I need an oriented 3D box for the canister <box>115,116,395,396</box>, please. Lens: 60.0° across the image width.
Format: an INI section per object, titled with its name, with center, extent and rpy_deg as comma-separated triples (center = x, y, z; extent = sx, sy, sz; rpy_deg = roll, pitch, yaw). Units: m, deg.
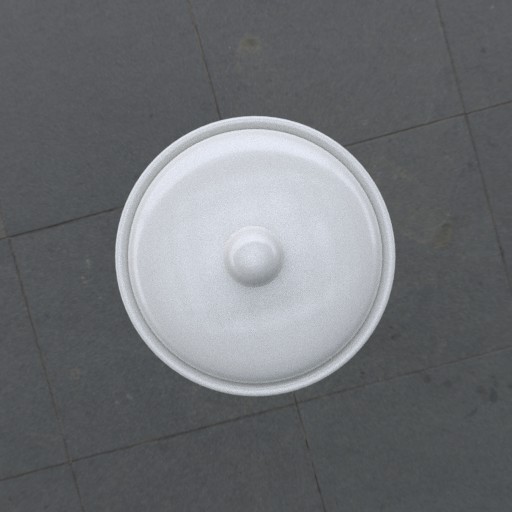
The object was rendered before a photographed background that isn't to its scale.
[canister]
center = 0.000, 0.000, 0.345
extent = 0.182, 0.208, 0.182
rpy_deg = 0, 90, 1
